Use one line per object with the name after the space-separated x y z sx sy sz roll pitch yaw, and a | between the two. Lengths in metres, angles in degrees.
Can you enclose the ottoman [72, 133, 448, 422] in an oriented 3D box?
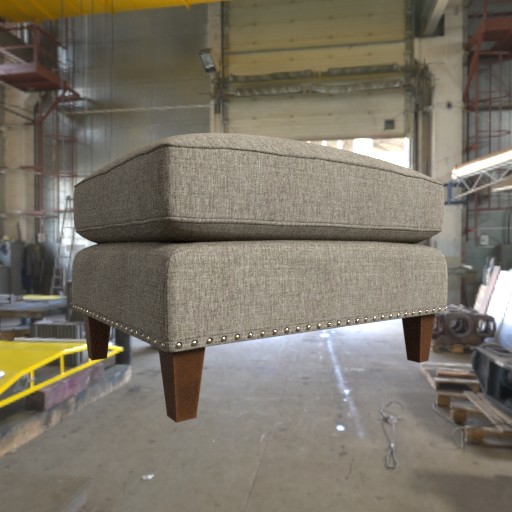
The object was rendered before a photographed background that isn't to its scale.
0.000 0.000 1.095 0.741 0.513 0.584 -1 1 -35 | ottoman
